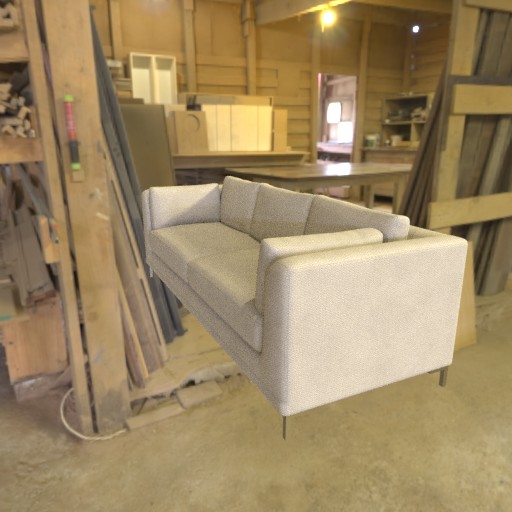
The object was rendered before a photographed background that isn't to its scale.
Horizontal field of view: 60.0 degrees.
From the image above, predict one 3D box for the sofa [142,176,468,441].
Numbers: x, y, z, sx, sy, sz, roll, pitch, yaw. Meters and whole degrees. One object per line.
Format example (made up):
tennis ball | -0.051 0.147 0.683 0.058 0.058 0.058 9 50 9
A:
sofa | 0.000 0.000 2.929 0.969 0.867 2.415 -8 18 -25
